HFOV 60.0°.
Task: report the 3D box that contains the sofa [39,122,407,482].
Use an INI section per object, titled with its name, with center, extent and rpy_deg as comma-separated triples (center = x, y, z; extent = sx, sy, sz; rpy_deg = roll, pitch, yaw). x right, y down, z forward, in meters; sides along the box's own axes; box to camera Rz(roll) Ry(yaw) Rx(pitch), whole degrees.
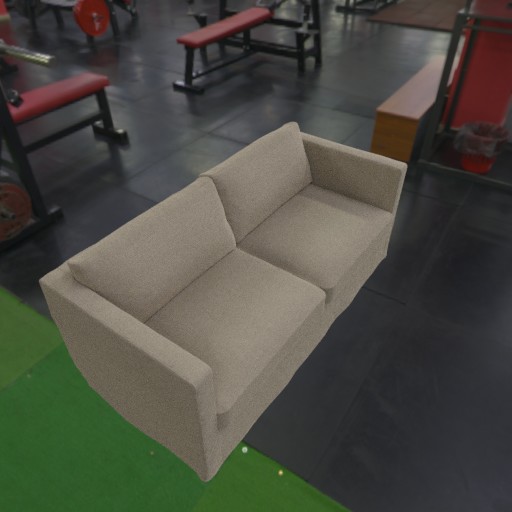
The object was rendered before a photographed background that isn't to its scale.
[sofa]
center = 0.000, 0.000, 2.501
extent = 0.956, 0.847, 1.987
rpy_deg = 25, 46, 27
